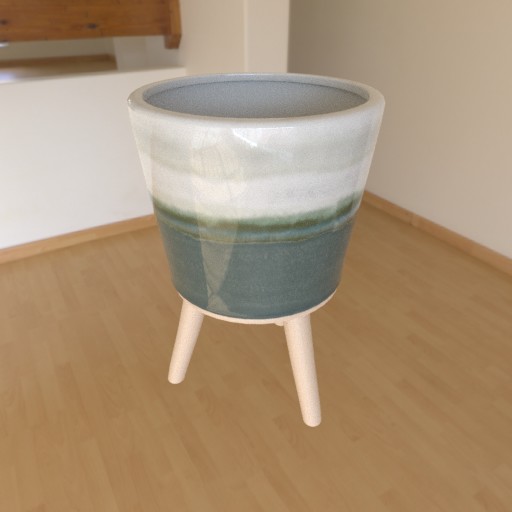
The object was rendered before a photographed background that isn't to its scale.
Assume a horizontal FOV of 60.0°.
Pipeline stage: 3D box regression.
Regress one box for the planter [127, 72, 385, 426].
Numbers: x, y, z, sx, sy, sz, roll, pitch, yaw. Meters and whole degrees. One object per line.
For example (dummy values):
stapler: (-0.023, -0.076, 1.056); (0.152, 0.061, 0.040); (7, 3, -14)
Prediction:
planter: (0.000, 0.000, 0.466); (0.217, 0.331, 0.217); (19, 36, 29)
